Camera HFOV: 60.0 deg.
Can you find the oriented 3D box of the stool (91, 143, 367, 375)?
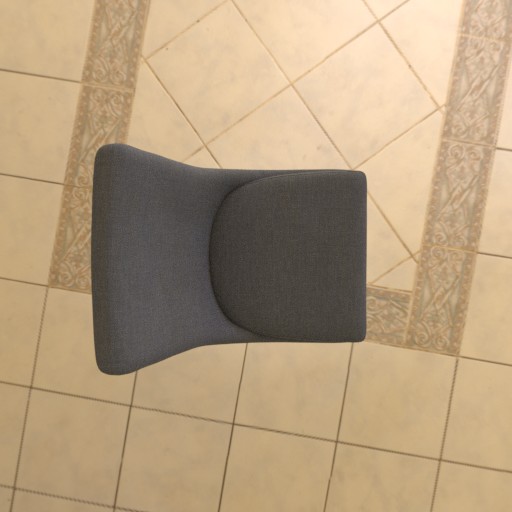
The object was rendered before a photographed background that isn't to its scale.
[{"bbox_3d":[0.000,0.000,1.256,0.577,0.981,0.470,0,91,1],"label":"stool"}]
